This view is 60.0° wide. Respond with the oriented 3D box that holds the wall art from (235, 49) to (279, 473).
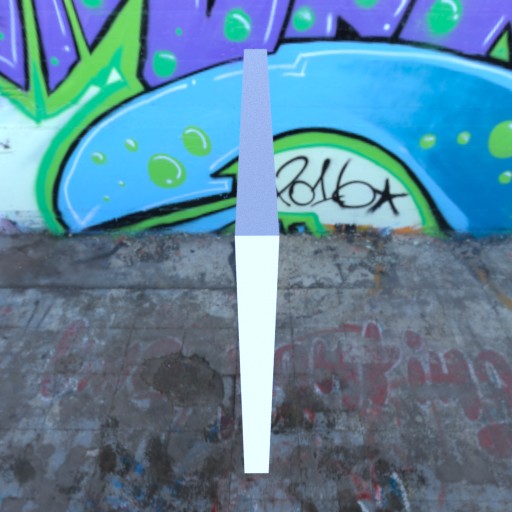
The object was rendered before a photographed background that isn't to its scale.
[{"bbox_3d":[0.000,0.000,0.524,0.027,0.355,0.355,0,42,0],"label":"wall art"}]
